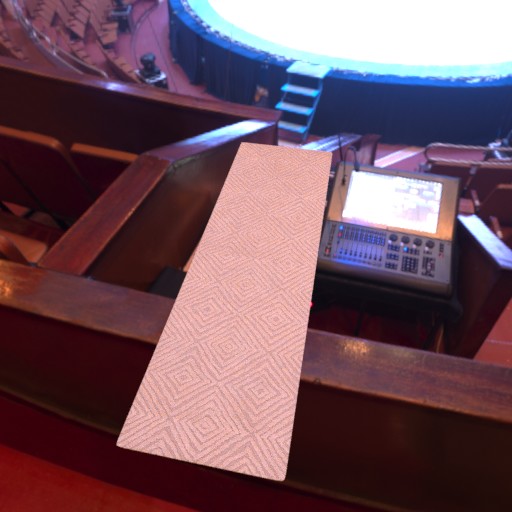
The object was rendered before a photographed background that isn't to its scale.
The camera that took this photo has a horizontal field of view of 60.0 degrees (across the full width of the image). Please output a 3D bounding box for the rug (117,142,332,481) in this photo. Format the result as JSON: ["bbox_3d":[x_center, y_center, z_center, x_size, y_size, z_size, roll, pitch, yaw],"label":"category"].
[{"bbox_3d":[0.000,0.000,2.485,0.676,0.008,2.277,8,46,8],"label":"rug"}]
